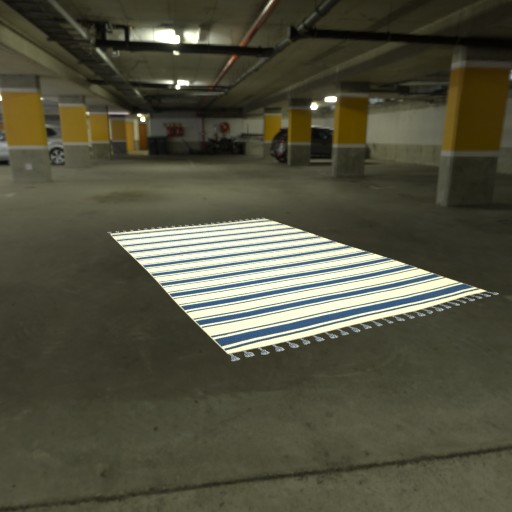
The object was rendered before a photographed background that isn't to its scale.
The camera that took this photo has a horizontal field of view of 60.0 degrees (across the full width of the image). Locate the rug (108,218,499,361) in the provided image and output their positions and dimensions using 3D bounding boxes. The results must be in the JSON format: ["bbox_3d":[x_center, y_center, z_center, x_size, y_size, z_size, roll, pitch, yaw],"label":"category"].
[{"bbox_3d":[0.000,0.000,2.482,1.248,0.009,2.108,-8,17,-27],"label":"rug"}]
